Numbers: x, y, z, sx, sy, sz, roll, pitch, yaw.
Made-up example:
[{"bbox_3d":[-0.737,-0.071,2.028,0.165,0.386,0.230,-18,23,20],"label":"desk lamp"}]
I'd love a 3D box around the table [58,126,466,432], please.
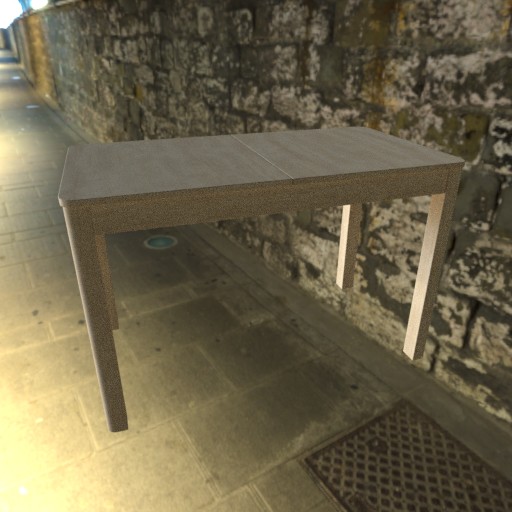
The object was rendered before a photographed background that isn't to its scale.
[{"bbox_3d":[0.000,0.000,1.931,1.400,0.900,0.750,-8,28,-16],"label":"table"}]
